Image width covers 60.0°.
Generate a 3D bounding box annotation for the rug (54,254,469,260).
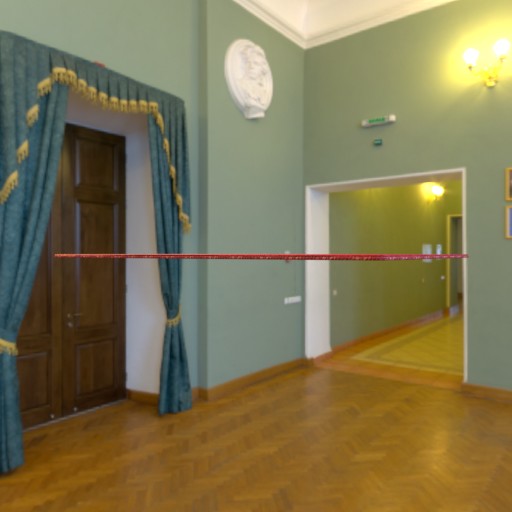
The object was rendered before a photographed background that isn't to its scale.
[{"bbox_3d":[0.000,0.000,2.339,1.835,0.018,1.230,0,0,36],"label":"rug"}]
